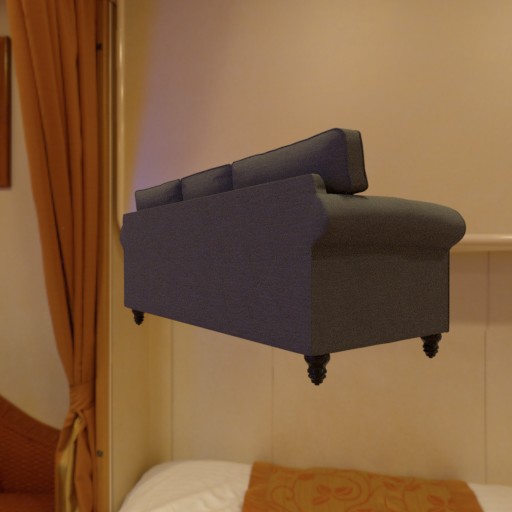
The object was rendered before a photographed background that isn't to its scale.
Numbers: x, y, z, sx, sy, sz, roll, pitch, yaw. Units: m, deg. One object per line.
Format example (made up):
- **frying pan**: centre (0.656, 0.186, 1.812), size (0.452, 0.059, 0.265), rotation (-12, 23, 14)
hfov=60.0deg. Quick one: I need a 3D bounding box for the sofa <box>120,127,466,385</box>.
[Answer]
- **sofa**: centre (0.000, 0.000, 2.594), size (0.909, 0.966, 2.084), rotation (0, 0, -36)
